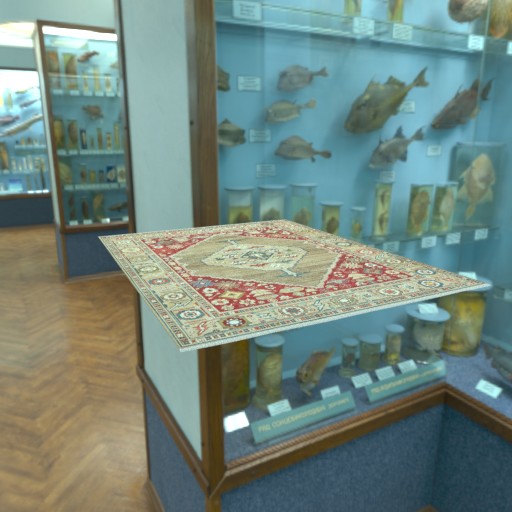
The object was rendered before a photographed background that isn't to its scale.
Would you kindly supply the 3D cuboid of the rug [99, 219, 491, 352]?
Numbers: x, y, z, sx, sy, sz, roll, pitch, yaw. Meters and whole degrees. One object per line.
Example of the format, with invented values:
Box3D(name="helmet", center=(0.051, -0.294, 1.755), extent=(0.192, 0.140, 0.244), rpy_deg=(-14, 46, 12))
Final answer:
Box3D(name="rug", center=(0.000, 0.000, 4.204), extent=(2.451, 0.008, 3.143), rpy_deg=(-7, 17, -26))
